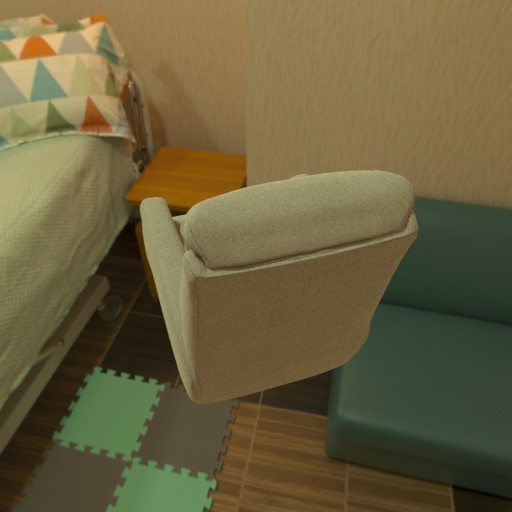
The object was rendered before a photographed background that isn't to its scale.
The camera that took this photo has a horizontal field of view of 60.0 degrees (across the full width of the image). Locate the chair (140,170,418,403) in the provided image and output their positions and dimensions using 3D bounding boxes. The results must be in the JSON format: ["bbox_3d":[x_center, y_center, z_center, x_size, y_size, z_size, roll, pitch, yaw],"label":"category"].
[{"bbox_3d":[0.000,0.000,1.678,0.794,1.021,0.940,-12,43,-13],"label":"chair"}]
